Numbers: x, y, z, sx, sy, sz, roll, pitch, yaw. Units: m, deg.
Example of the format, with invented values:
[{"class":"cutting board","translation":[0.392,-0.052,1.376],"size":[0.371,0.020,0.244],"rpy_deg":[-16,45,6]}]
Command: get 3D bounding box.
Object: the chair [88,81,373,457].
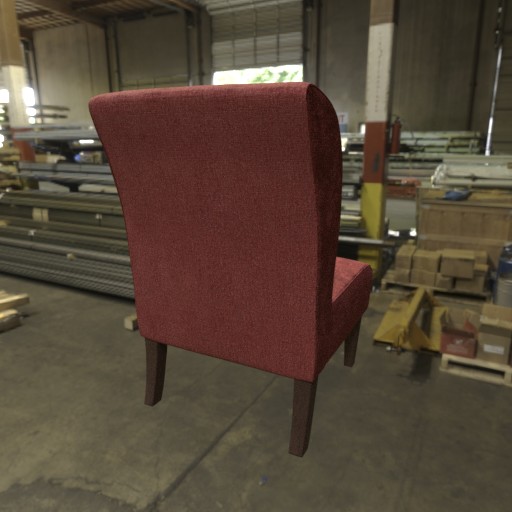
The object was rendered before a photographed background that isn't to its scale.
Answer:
[{"class":"chair","translation":[0.000,0.000,1.250],"size":[0.538,0.846,0.640],"rpy_deg":[8,17,27]}]
